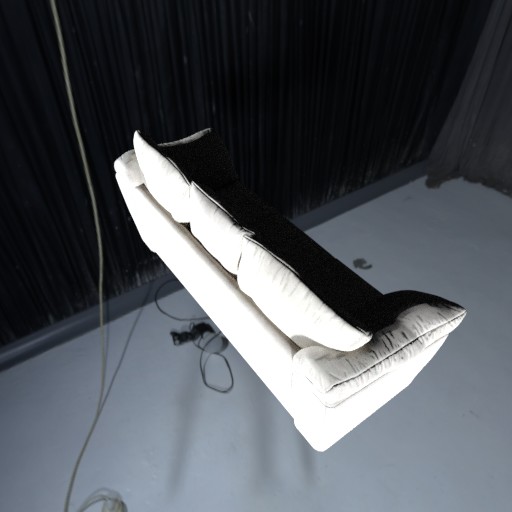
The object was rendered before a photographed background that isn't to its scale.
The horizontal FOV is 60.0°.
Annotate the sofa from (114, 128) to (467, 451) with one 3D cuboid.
[{"bbox_3d":[0.000,0.000,2.805,0.878,0.996,2.334,-26,49,-26],"label":"sofa"}]
